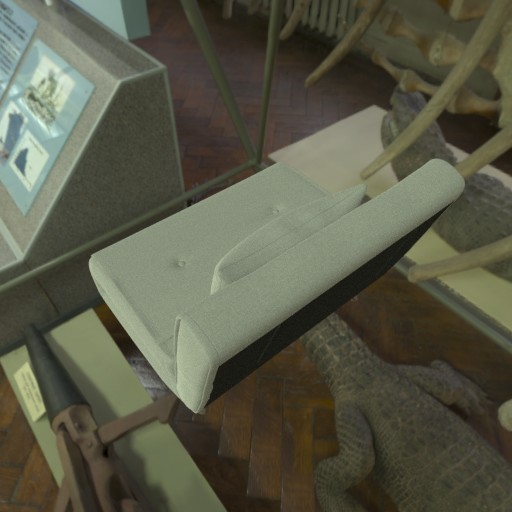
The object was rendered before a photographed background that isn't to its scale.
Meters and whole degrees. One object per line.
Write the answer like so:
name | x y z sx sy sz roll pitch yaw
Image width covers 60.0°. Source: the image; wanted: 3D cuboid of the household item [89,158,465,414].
household item | 0.000 0.000 1.649 1.000 0.800 0.874 -31 54 -25
